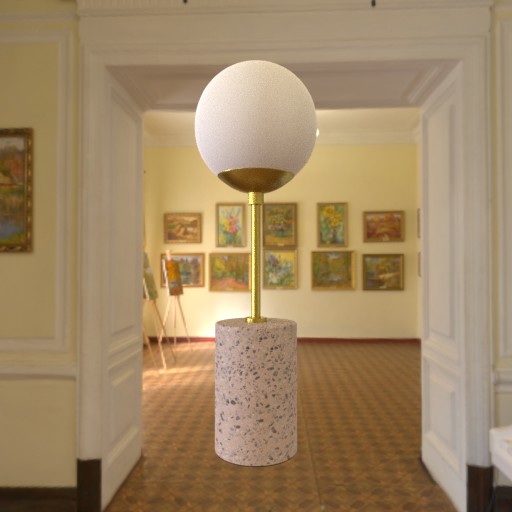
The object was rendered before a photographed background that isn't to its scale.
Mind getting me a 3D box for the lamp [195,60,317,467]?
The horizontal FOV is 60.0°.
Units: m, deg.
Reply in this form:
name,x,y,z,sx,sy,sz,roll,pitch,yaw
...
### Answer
name,x,y,z,sx,sy,sz,roll,pitch,yaw
lamp,0.000,0.000,0.557,0.153,0.480,0.153,0,-1,0
